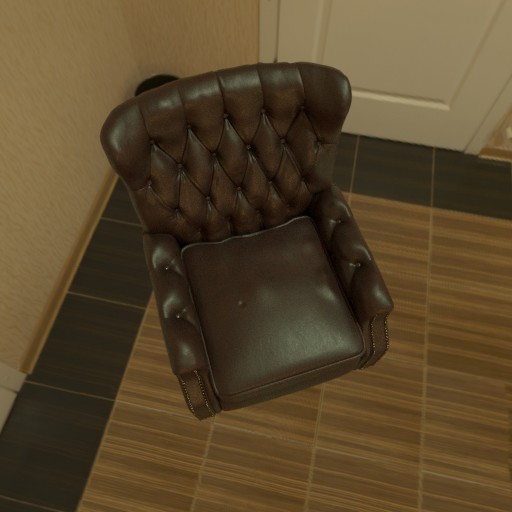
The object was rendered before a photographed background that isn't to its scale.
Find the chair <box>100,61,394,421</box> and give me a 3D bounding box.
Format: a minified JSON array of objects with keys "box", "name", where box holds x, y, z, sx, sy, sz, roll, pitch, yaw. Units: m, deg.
[{"box":[0.000,0.000,1.467,0.709,0.864,0.823,-15,64,-8],"name":"chair"}]
